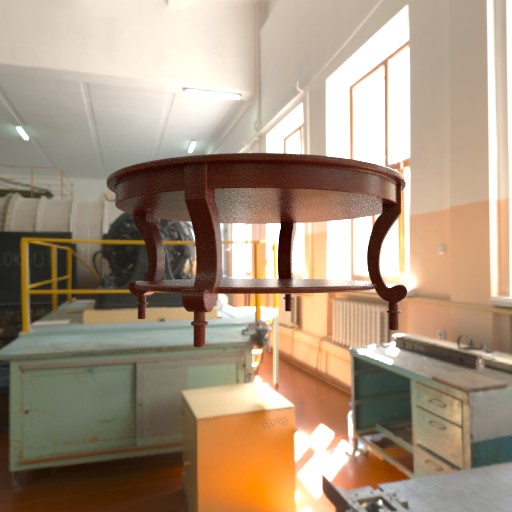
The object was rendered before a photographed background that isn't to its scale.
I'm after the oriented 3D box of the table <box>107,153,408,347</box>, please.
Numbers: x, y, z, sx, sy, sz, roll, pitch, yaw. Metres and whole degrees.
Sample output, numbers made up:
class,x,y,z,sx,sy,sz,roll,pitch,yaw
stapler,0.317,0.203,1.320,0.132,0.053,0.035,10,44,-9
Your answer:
class,x,y,z,sx,sy,sz,roll,pitch,yaw
table,0.000,0.000,1.593,1.029,0.486,1.029,0,-1,0
